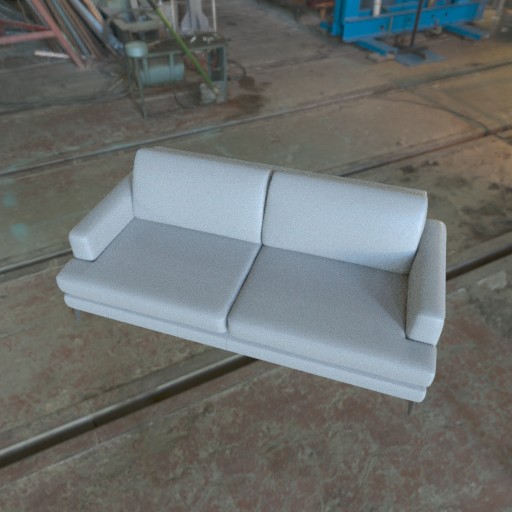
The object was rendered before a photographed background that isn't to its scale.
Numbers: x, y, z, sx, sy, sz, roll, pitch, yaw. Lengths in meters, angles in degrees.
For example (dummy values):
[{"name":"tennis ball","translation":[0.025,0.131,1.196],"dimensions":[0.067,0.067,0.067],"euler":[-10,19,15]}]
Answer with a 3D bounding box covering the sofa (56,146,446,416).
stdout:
[{"name":"sofa","translation":[0.000,0.000,2.438],"dimensions":[1.940,0.765,0.974],"euler":[12,43,13]}]
